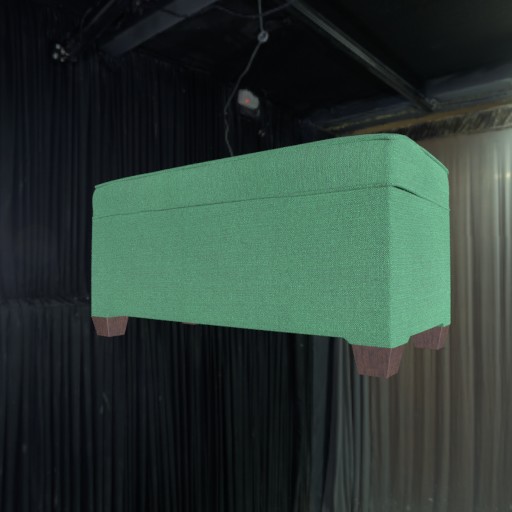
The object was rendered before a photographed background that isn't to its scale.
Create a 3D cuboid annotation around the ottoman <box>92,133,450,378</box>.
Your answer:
[{"bbox_3d":[0.000,0.000,1.239,0.957,0.471,0.483,-1,-2,36],"label":"ottoman"}]
